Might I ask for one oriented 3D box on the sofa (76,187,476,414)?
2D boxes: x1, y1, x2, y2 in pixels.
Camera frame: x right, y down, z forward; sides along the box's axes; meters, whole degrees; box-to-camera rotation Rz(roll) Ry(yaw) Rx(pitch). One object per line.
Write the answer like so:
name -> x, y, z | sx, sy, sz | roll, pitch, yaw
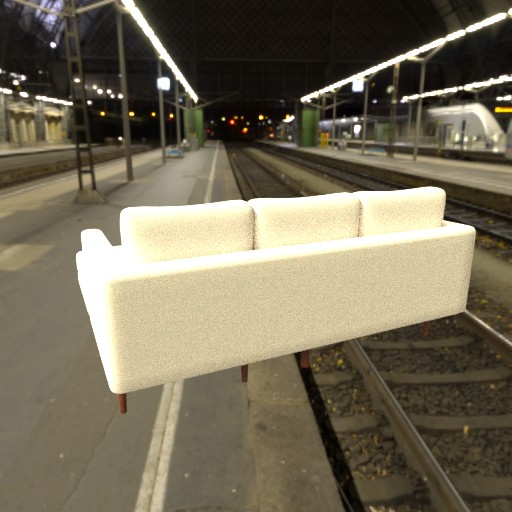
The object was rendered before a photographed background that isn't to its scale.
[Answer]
sofa -> 0.000, 0.000, 2.803 | 2.029, 0.899, 1.580 | -7, 17, -25
